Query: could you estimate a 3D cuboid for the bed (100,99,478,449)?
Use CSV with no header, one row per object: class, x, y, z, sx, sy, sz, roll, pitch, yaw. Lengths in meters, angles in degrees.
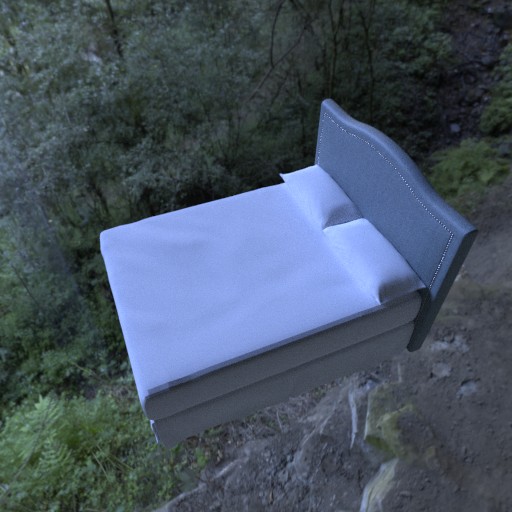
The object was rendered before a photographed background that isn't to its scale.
bed,0.000,0.000,3.316,2.143,1.460,1.753,-17,49,-16
